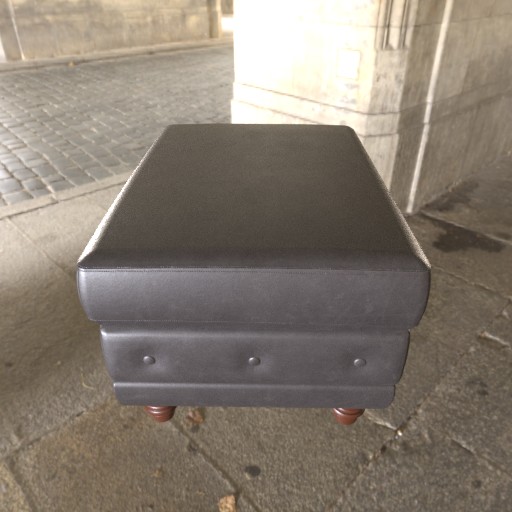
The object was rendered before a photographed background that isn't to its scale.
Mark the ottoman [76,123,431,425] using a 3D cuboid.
[{"bbox_3d":[0.000,0.000,1.147,0.590,0.498,0.795,1,33,1],"label":"ottoman"}]
